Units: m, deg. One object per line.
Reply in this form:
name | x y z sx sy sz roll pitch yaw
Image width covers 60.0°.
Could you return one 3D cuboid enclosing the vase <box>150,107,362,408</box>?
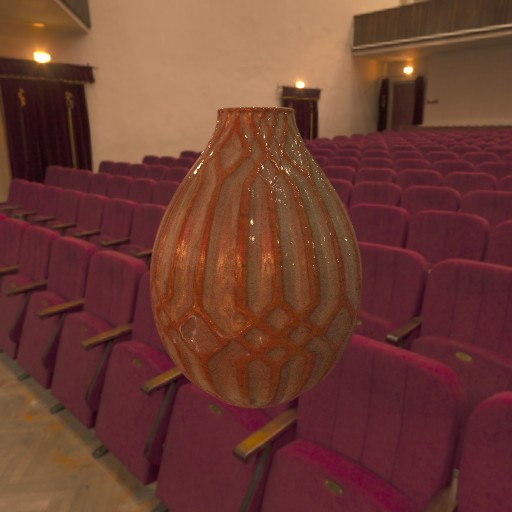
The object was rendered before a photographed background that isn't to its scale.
vase | 0.000 0.000 0.277 0.131 0.175 0.131 0 16 0
